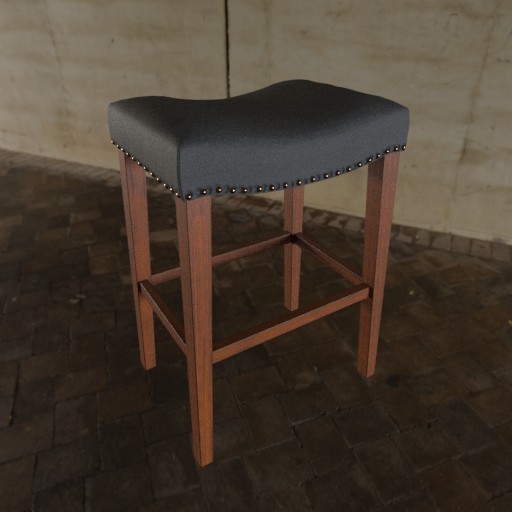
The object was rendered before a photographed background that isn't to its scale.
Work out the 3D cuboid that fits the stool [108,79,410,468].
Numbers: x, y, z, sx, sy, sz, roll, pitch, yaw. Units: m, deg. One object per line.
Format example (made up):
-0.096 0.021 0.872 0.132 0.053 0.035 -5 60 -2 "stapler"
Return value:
0.000 0.000 0.877 0.439 0.612 0.320 -18 35 -27 "stool"
